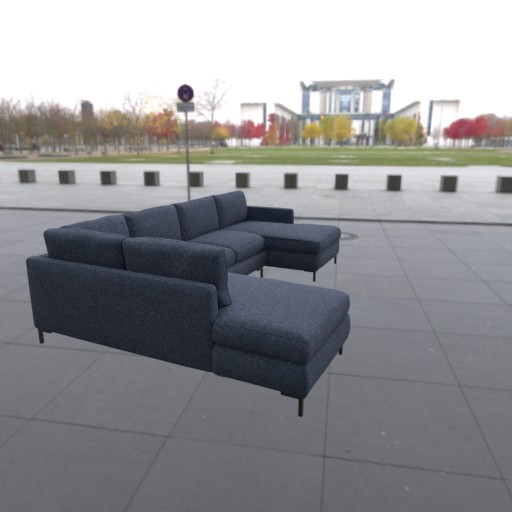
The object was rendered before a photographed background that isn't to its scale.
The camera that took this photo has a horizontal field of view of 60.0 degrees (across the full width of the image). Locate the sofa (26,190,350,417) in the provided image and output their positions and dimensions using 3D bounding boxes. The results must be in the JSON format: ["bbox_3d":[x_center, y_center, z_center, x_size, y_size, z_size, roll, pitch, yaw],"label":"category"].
[{"bbox_3d":[0.000,0.000,3.814,2.007,0.813,2.956,7,16,25],"label":"sofa"}]
